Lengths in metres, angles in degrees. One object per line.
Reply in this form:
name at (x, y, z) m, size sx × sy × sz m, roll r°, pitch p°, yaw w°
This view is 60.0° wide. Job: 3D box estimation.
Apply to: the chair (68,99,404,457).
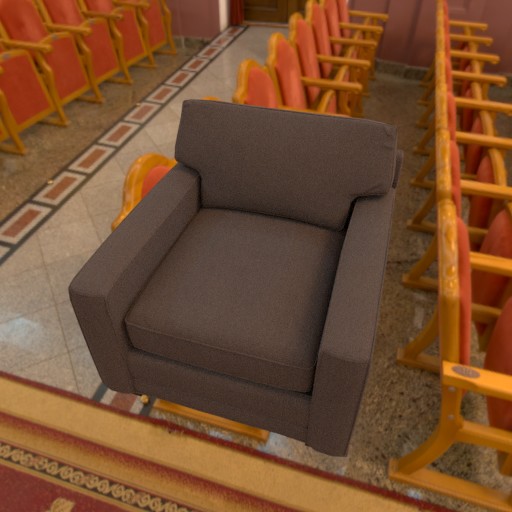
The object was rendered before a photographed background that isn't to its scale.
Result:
chair at (0.000, 0.000, 1.788) m, size 0.997 × 0.913 × 1.043 m, roll 12°, pitch 42°, yaw 13°
